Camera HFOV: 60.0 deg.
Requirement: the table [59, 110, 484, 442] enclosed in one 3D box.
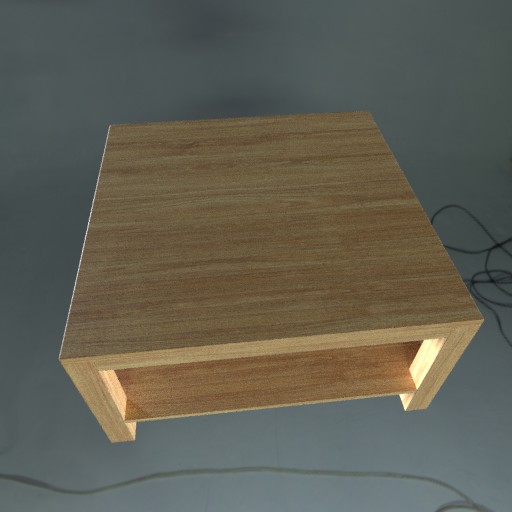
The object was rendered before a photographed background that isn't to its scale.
[{"bbox_3d":[0.000,0.000,1.398,0.900,0.450,0.900,-5,47,-4],"label":"table"}]
